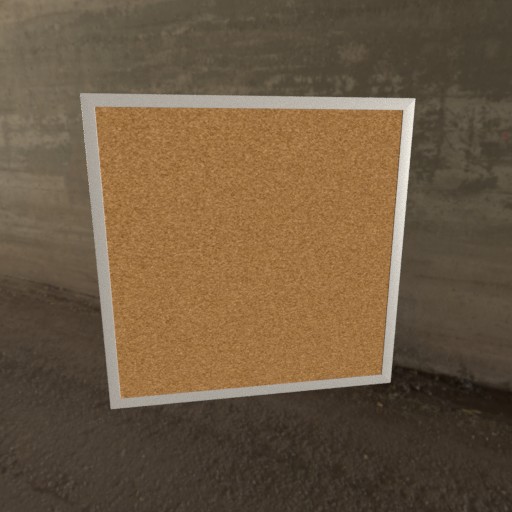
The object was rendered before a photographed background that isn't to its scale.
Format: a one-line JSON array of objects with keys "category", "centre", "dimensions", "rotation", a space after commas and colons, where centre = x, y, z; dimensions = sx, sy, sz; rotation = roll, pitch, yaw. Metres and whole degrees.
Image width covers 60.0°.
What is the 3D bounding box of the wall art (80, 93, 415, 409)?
[{"category": "wall art", "centre": [0.000, 0.000, 0.745], "dimensions": [0.506, 0.505, 0.038], "rotation": [-3, 15, -9]}]
